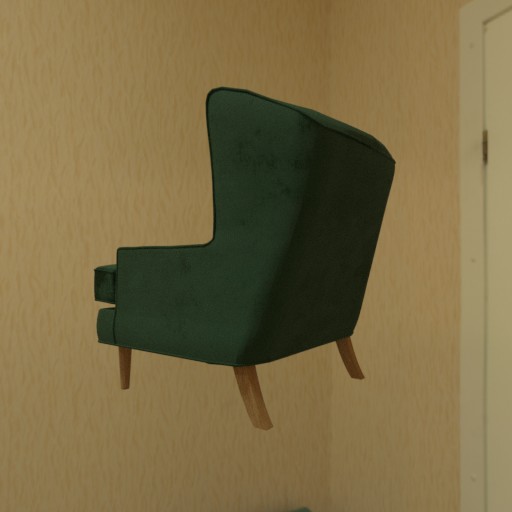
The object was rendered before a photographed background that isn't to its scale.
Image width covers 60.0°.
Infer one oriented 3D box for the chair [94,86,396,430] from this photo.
[{"bbox_3d":[0.000,0.000,1.638,0.910,0.952,0.793,0,-1,37],"label":"chair"}]
